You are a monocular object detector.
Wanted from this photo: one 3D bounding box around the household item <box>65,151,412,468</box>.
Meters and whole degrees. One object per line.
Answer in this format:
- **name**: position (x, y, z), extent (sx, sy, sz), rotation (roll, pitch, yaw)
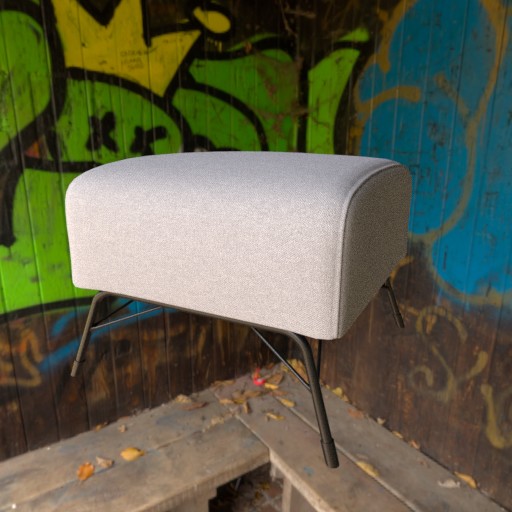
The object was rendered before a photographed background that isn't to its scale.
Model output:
- **household item**: position (0.000, 0.000, 0.898), extent (0.530, 0.410, 0.530), rotation (8, 18, 27)
